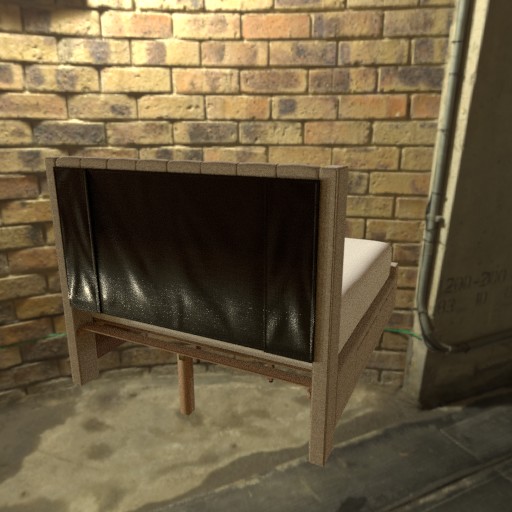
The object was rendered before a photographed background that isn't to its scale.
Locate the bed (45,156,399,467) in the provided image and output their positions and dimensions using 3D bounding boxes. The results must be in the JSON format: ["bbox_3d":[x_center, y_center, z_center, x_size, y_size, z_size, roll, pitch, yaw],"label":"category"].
[{"bbox_3d":[0.000,0.000,3.803,2.044,1.748,2.372,8,18,25],"label":"bed"}]
